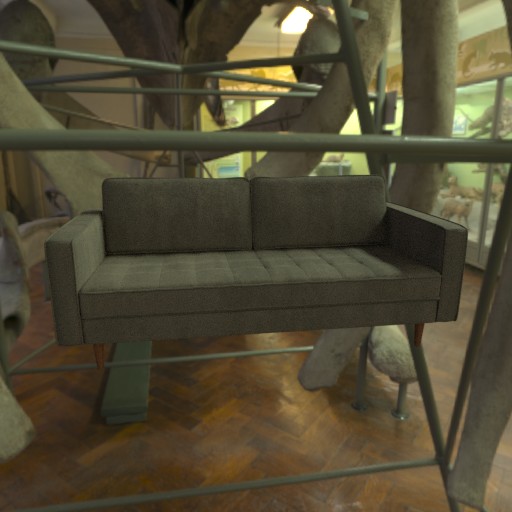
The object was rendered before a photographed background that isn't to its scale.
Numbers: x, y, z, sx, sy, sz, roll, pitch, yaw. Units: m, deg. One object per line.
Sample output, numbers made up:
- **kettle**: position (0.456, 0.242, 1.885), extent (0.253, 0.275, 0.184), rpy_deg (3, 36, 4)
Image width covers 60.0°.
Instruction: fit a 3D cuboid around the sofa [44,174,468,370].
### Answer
- **sofa**: position (0.000, 0.000, 2.415), extent (1.920, 0.825, 0.924), rpy_deg (-2, 15, -8)
